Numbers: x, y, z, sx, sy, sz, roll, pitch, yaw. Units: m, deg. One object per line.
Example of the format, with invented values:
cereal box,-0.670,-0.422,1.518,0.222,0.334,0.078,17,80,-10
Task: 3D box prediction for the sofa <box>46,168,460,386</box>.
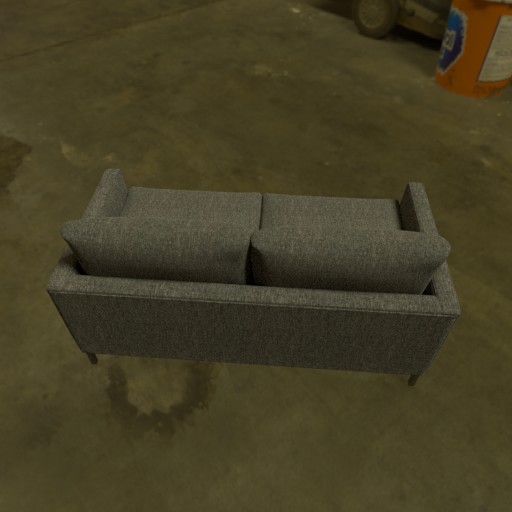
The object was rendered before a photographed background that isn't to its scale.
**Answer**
sofa,0.000,0.000,2.210,1.716,0.862,0.866,3,47,3
